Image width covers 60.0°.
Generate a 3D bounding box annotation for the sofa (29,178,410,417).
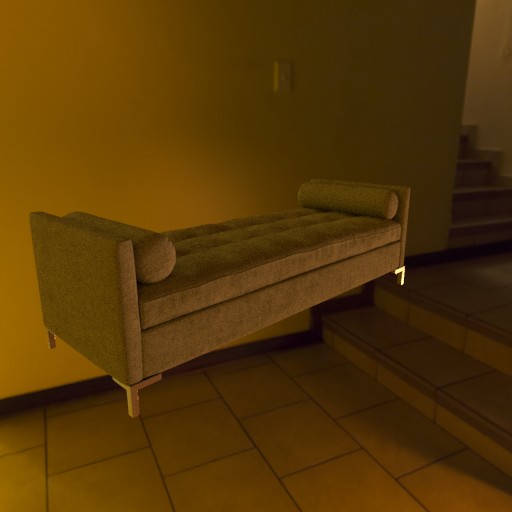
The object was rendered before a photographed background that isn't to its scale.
[{"bbox_3d":[0.000,0.000,2.480,0.797,0.657,2.102,15,21,43],"label":"sofa"}]
